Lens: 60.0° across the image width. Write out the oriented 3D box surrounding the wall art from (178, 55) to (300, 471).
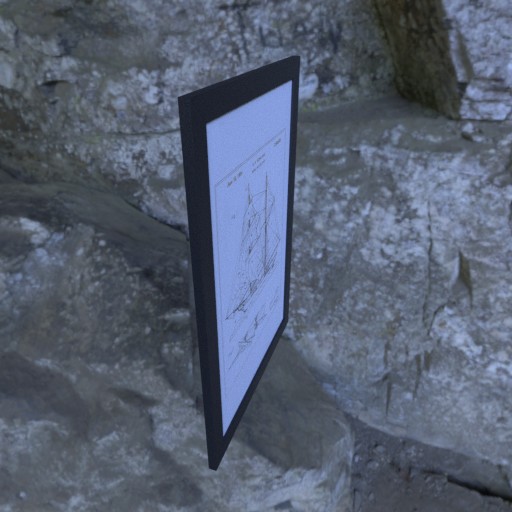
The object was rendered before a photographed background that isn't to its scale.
[{"bbox_3d":[0.000,0.000,0.686,0.013,0.534,0.381,10,31,17],"label":"wall art"}]
